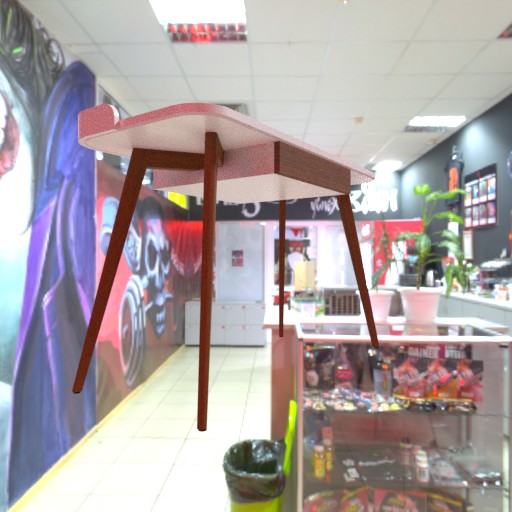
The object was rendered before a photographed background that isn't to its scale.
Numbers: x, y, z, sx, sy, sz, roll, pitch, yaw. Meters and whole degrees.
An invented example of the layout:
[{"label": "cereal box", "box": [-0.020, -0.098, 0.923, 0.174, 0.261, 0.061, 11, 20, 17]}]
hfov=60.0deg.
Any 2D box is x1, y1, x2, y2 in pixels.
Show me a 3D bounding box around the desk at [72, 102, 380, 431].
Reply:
[{"label": "desk", "box": [0.000, 0.000, 1.629, 0.534, 0.807, 1.206, 0, 0, 35]}]
